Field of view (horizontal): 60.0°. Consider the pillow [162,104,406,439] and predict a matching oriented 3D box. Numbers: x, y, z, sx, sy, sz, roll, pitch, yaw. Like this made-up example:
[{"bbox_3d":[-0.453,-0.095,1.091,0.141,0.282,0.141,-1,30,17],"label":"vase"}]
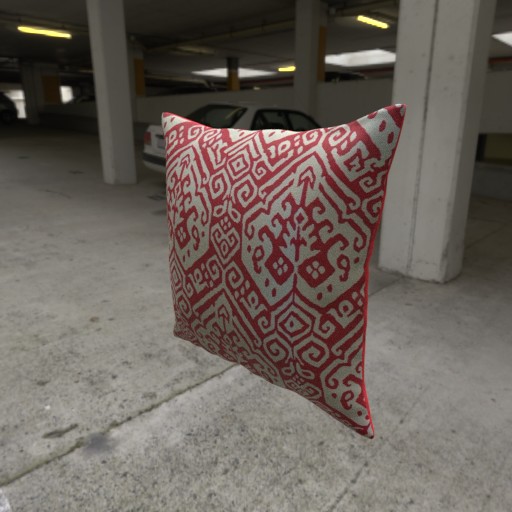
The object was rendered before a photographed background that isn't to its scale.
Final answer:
[{"bbox_3d":[0.000,0.000,0.803,0.522,0.507,0.192,15,22,41],"label":"pillow"}]
